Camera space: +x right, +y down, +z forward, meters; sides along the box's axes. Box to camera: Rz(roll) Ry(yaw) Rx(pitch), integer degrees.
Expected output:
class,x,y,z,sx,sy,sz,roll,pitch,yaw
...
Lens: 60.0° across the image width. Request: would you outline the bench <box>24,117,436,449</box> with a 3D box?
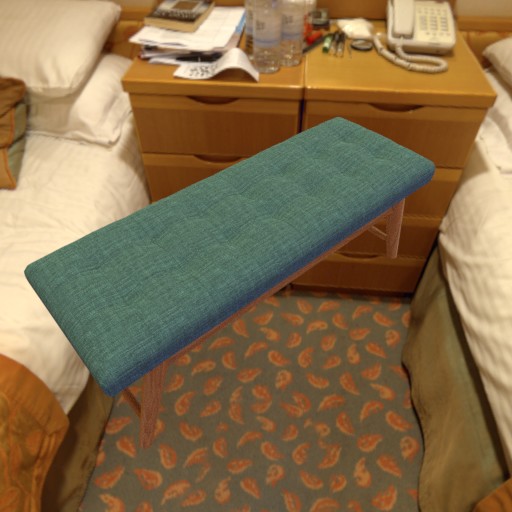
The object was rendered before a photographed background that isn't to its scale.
class,x,y,z,sx,sy,sz,roll,pitch,yaw
bench,0.000,0.000,1.317,1.118,0.432,0.406,-32,53,-28
